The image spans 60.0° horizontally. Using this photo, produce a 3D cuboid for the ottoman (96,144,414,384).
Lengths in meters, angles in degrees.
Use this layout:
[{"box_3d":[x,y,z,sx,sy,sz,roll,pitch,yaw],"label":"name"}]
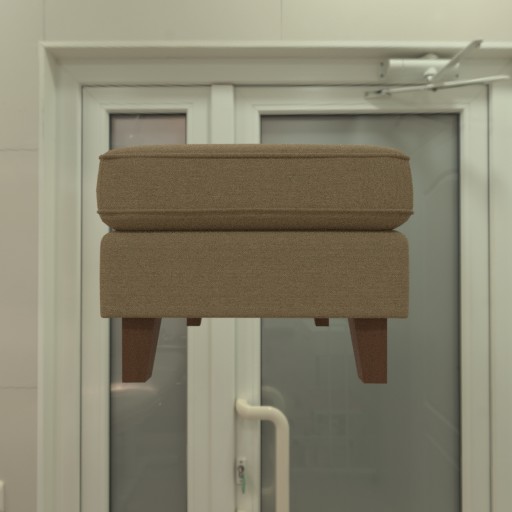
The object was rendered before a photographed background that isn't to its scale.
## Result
[{"box_3d":[0.000,0.000,1.310,0.636,0.521,0.945,0,-1,1],"label":"ottoman"}]
